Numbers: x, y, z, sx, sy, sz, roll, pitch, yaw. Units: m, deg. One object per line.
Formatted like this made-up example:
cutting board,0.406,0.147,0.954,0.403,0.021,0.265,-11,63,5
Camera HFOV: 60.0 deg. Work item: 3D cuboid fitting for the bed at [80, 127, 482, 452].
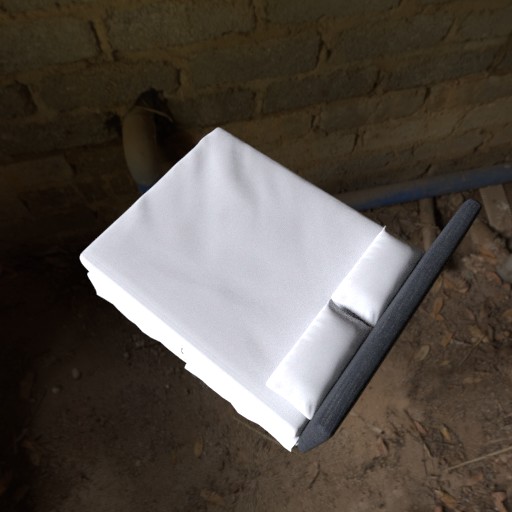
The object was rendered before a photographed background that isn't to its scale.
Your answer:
bed,0.000,0.000,3.187,2.142,1.330,1.723,35,68,16
